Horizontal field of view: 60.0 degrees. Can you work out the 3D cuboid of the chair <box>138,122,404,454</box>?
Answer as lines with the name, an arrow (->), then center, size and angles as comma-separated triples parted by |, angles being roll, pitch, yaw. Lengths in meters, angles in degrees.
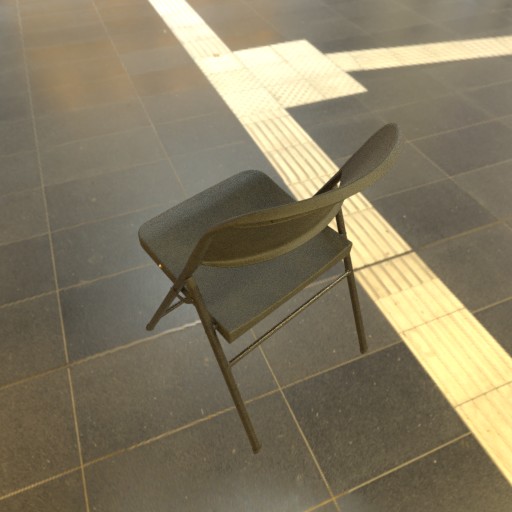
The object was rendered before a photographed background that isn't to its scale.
chair -> 0.000, 0.000, 1.160 | 0.494, 0.810, 0.566 | -33, 55, -27
